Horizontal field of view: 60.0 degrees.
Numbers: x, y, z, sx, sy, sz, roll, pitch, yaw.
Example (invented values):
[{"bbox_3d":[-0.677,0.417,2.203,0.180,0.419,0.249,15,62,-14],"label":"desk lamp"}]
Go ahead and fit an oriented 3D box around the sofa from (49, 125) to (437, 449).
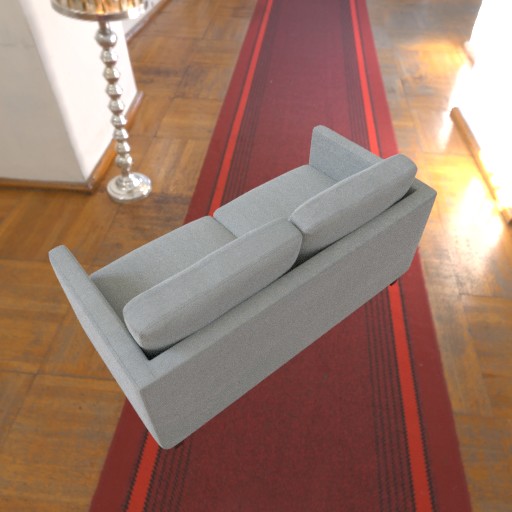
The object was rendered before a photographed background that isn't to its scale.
[{"bbox_3d":[0.000,0.000,2.482,1.884,0.963,0.950,-31,54,-25],"label":"sofa"}]
